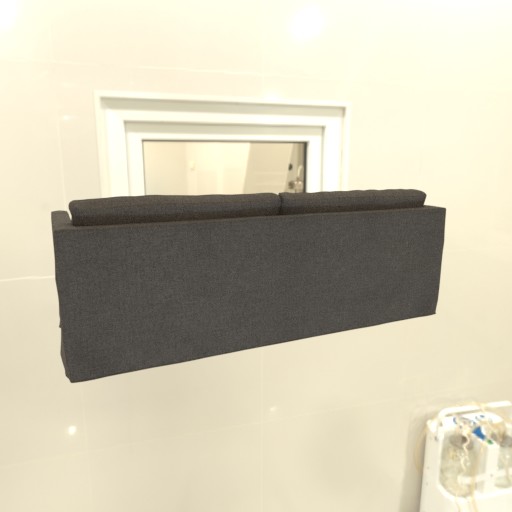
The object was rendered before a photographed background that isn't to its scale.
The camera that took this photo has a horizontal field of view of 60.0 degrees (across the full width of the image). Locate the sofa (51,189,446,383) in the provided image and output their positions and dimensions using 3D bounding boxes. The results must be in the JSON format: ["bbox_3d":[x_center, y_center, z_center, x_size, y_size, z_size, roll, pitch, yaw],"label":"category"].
[{"bbox_3d":[0.000,0.000,3.321,2.779,0.998,1.036,-5,13,-24],"label":"sofa"}]
